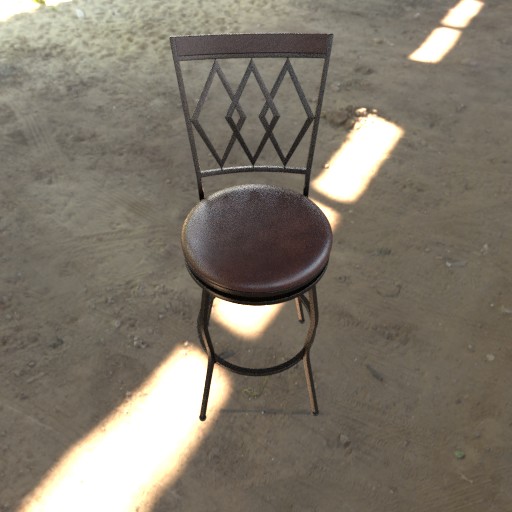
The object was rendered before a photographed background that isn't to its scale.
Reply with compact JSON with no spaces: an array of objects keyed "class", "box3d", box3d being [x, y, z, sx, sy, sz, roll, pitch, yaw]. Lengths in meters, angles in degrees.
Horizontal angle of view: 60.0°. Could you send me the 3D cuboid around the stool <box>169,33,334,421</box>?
[{"class":"stool","box3d":[0.000,0.000,1.363,0.432,1.134,0.521,-2,46,-2]}]
